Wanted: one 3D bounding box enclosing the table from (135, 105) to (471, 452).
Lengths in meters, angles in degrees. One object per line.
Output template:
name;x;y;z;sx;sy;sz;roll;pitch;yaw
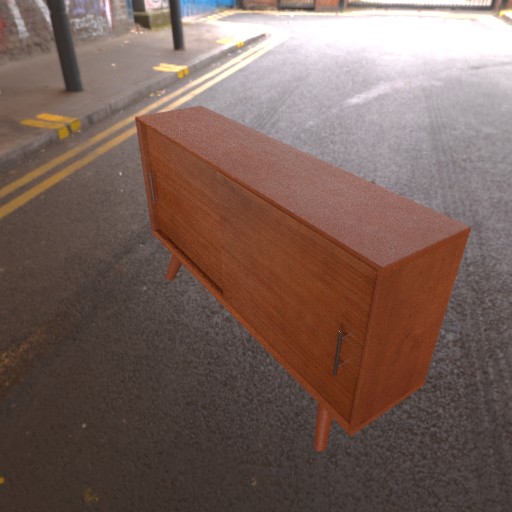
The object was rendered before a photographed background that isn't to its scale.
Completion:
table;0.000;0.000;1.501;0.308;0.698;1.220;-21;38;-28
